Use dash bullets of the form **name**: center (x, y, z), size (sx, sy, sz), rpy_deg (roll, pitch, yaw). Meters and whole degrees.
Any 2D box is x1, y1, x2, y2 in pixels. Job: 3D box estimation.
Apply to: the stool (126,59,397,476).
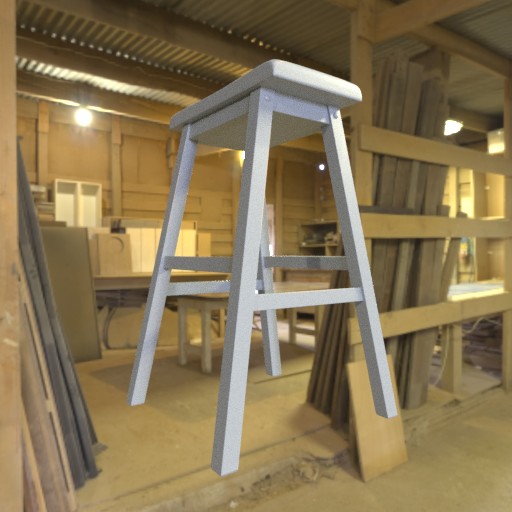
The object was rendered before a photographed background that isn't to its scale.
- **stool**: center (0.000, 0.000, 1.065), size (0.476, 0.737, 0.457), rpy_deg (0, 1, -36)
